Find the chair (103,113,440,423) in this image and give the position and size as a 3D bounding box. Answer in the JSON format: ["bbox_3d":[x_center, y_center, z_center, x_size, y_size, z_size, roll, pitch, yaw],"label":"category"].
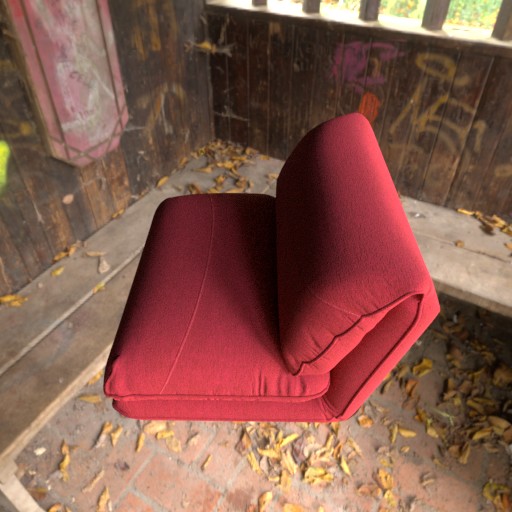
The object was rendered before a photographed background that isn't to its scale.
[{"bbox_3d":[0.000,0.000,1.318,0.780,0.580,0.820,1,42,1],"label":"chair"}]
